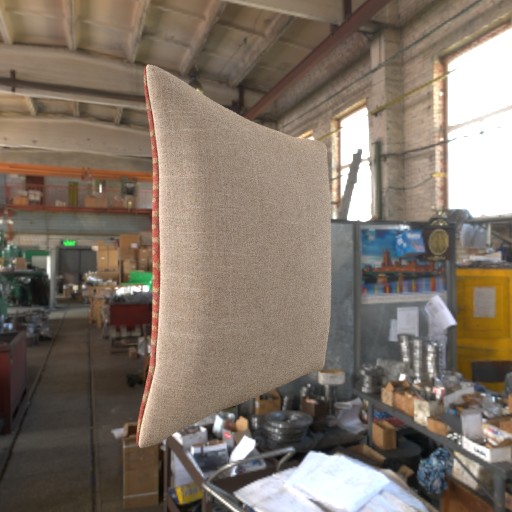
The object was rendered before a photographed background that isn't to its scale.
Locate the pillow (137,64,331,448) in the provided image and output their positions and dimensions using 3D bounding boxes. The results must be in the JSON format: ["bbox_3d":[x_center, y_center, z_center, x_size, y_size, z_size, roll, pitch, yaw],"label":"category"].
[{"bbox_3d":[0.000,0.000,0.781,0.182,0.503,0.511,0,0,36],"label":"pillow"}]
